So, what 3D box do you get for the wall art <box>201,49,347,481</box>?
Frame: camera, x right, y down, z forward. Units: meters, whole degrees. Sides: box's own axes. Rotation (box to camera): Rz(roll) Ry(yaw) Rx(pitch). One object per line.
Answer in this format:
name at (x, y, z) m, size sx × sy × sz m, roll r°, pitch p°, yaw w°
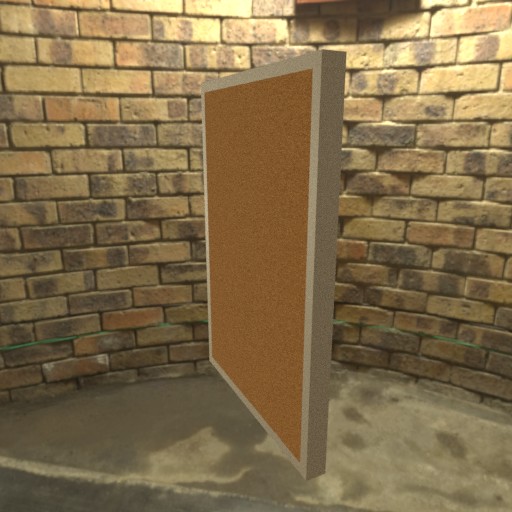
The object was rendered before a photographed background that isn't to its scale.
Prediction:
wall art at (0.000, 0.000, 0.848) m, size 0.038 × 0.657 × 0.450 m, roll -8°, pitch 17°, yaw -25°
